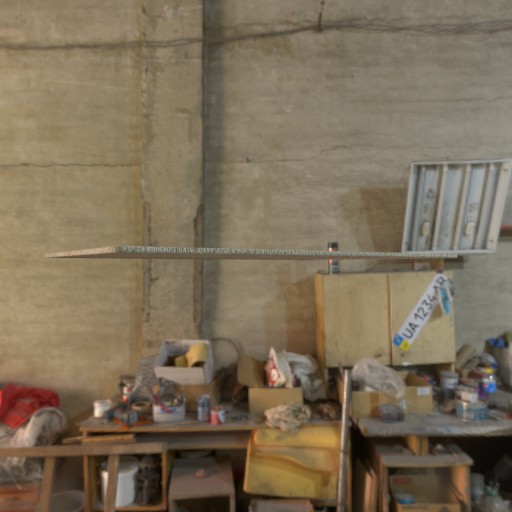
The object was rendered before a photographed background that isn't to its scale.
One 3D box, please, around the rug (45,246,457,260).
[{"bbox_3d":[0.000,0.000,2.962,2.349,0.026,1.500,1,-1,-35],"label":"rug"}]
